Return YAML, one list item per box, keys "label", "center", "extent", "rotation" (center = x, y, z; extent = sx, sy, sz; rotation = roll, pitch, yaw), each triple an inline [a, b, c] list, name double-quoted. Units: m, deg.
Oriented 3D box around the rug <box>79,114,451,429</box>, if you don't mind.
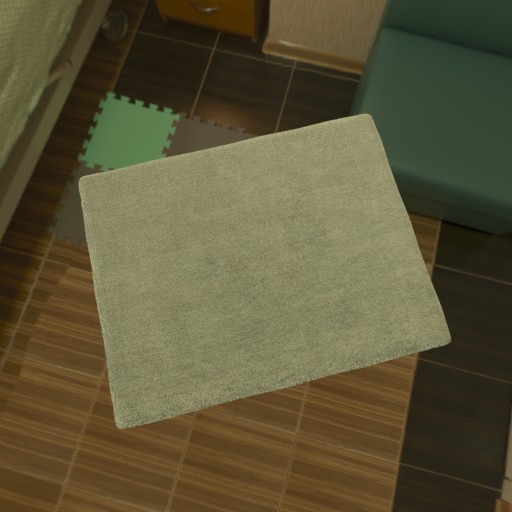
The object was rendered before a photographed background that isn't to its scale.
- label: "rug"
  center: [0.000, 0.000, 3.994]
  extent: [2.933, 0.027, 2.332]
  rotation: [-14, 75, -4]
